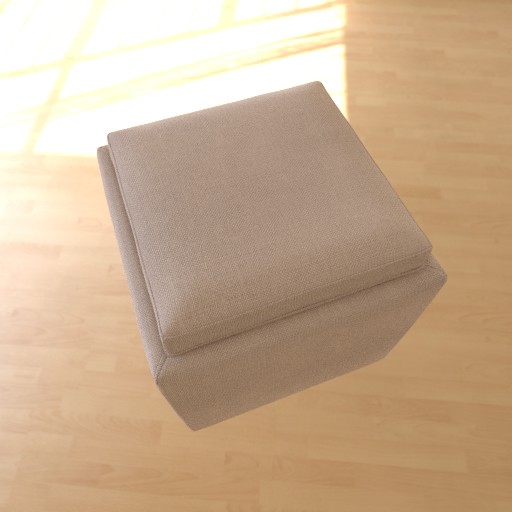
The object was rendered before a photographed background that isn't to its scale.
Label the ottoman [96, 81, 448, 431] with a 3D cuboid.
[{"bbox_3d":[0.000,0.000,0.834,0.451,0.460,0.450,-18,61,-10],"label":"ottoman"}]
